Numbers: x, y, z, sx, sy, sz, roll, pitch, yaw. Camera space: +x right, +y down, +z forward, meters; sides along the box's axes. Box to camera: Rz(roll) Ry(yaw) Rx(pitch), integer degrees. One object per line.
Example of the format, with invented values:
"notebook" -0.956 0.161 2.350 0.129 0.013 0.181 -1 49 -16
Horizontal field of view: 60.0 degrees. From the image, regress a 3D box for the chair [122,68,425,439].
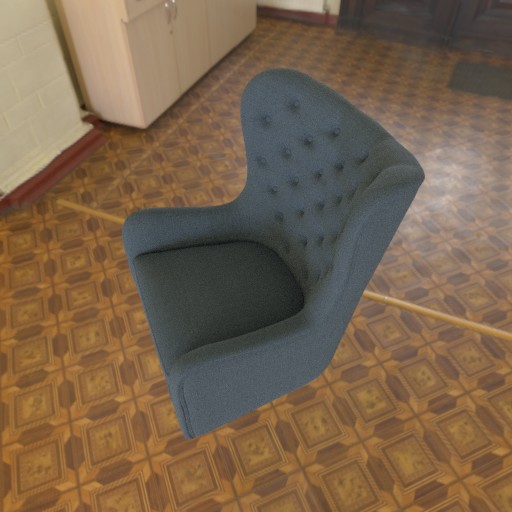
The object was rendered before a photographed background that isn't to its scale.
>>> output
"chair" 0.000 0.000 1.726 0.930 1.079 0.831 -17 48 -16
